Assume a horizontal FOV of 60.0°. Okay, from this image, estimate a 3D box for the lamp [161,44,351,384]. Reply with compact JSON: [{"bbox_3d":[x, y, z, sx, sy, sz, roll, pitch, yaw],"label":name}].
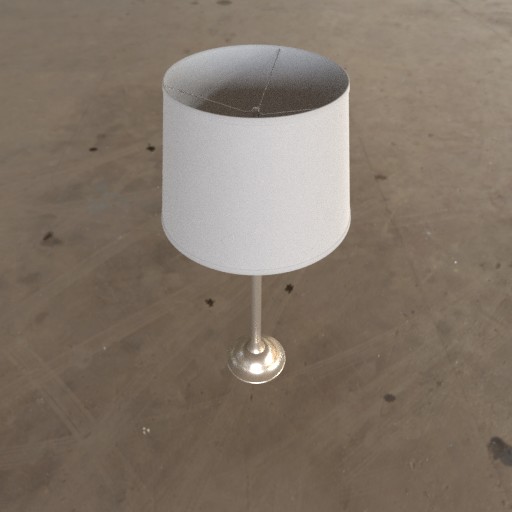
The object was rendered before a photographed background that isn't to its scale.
[{"bbox_3d":[0.000,0.000,0.864,0.331,0.698,0.331,0,43,0],"label":"lamp"}]
